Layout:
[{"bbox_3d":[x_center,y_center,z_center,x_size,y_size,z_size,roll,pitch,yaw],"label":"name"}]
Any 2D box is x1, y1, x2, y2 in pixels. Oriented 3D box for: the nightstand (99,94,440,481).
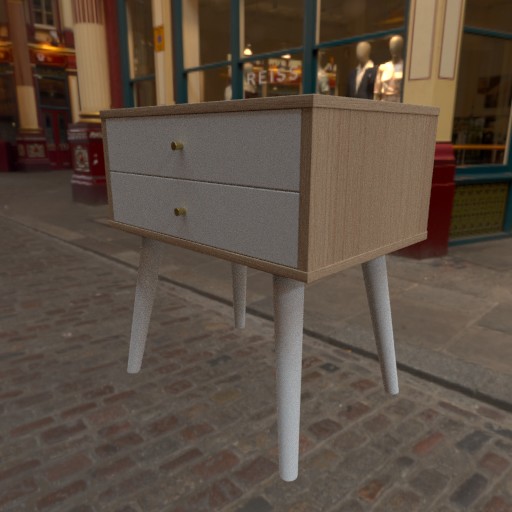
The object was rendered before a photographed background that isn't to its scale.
[{"bbox_3d":[0.000,0.000,0.965,0.571,0.610,0.407,14,21,42],"label":"nightstand"}]
